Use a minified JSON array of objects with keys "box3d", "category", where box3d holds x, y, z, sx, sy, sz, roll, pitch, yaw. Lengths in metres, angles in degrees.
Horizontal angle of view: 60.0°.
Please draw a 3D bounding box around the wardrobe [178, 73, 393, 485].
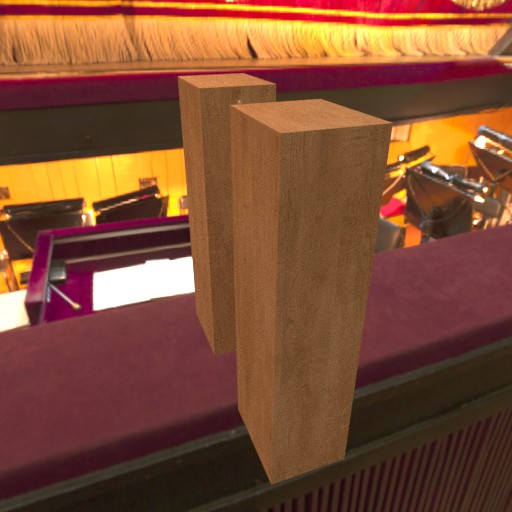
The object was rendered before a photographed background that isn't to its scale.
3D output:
[{"box3d":[0.000,0.000,2.870,0.480,2.000,1.770,-10,30,-18],"category":"wardrobe"}]
